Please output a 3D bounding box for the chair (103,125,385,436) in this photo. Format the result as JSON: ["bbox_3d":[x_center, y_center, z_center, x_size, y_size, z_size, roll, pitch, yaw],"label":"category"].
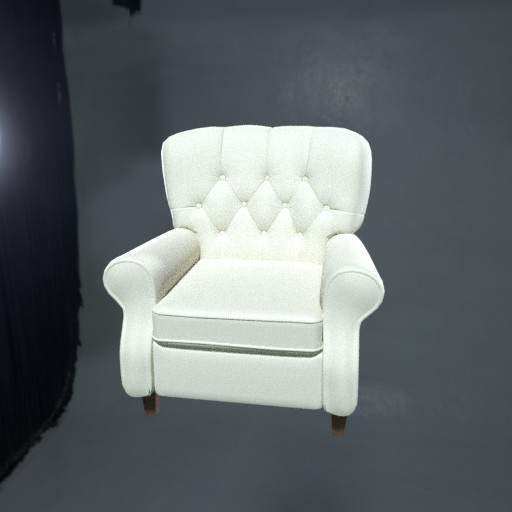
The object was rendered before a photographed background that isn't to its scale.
[{"bbox_3d":[0.000,0.000,2.037,1.035,1.169,1.132,2,16,8],"label":"chair"}]
